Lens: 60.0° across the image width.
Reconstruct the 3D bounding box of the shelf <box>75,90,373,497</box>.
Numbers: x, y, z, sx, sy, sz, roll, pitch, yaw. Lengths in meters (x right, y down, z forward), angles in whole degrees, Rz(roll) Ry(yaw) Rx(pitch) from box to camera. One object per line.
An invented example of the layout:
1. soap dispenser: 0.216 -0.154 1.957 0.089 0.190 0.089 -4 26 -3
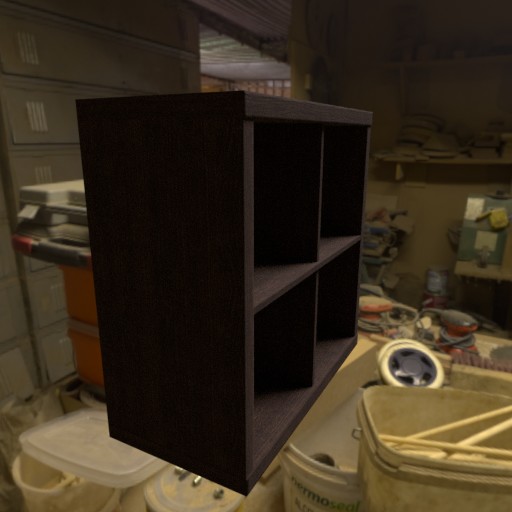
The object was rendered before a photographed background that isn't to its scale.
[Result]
1. shelf: 0.000 0.000 1.232 0.390 0.786 0.790 8 17 28
